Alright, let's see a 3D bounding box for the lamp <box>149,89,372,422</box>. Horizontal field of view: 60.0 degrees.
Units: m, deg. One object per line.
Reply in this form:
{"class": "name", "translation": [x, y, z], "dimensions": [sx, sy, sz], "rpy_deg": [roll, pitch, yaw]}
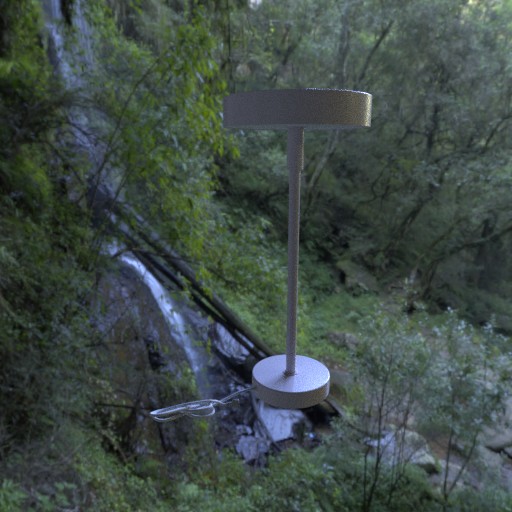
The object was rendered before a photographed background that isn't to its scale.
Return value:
{"class": "lamp", "translation": [0.000, 0.000, 0.717], "dimensions": [0.369, 0.508, 0.229], "rpy_deg": [-7, 16, -26]}
